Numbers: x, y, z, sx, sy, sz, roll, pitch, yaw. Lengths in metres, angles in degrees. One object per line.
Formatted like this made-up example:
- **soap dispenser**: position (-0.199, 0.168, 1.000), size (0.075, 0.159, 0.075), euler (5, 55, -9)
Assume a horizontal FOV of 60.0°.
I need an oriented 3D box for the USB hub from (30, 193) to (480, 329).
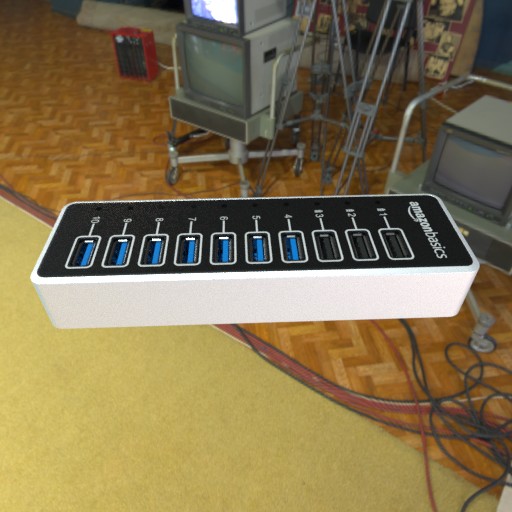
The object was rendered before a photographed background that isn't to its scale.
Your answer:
- **USB hub**: position (0.000, 0.000, 0.163), size (0.145, 0.023, 0.044), euler (-2, 42, -2)
